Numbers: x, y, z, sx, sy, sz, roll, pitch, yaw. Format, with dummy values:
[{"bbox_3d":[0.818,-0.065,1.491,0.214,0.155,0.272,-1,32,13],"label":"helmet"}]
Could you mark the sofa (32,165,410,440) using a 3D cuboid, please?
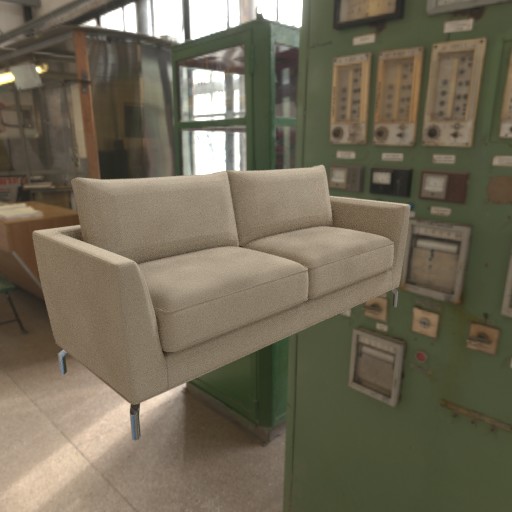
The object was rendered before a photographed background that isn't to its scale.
[{"bbox_3d":[0.000,0.000,2.653,2.214,1.005,0.868,-14,20,-43],"label":"sofa"}]
